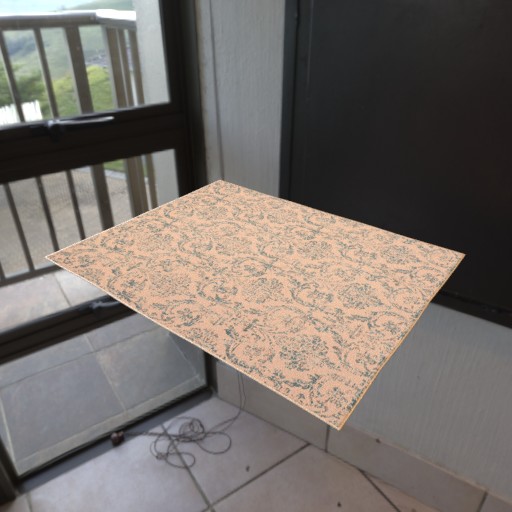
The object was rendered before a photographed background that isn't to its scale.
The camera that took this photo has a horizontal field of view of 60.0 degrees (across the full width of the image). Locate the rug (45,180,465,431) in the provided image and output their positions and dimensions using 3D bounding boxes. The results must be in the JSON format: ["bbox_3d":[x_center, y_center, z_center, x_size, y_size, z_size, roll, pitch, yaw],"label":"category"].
[{"bbox_3d":[0.000,0.000,4.000,2.980,0.012,2.363,22,37,32],"label":"rug"}]
